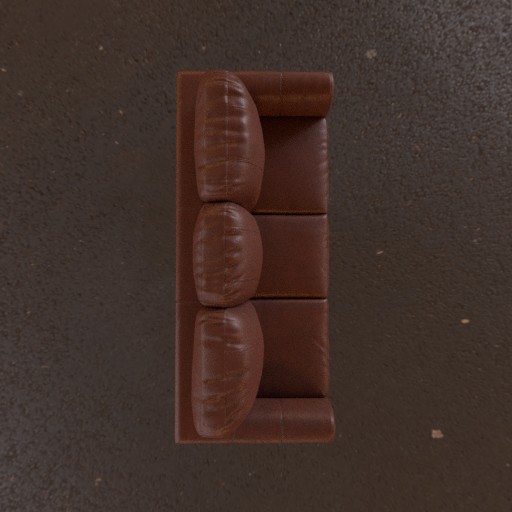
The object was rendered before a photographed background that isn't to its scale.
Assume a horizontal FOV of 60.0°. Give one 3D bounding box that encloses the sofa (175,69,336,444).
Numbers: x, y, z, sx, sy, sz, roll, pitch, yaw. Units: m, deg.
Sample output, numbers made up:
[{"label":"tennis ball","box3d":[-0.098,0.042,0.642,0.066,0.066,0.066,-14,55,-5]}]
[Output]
[{"label":"sofa","box3d":[0.000,0.000,2.327,0.802,0.915,1.862,0,89,-2]}]
